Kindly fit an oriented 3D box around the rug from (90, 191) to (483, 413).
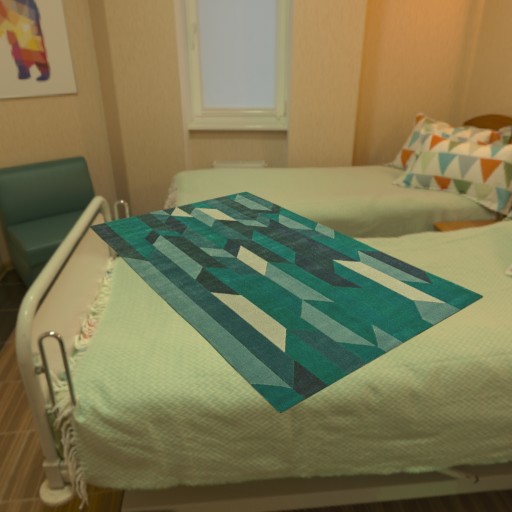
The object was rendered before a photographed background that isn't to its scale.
[{"bbox_3d":[0.000,0.000,3.051,1.528,0.005,2.420,-18,31,-32],"label":"rug"}]
